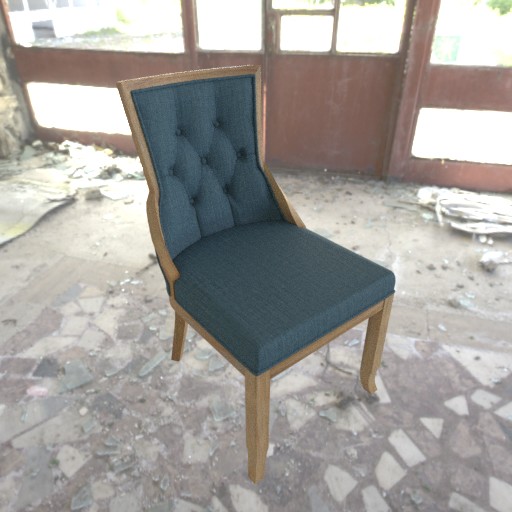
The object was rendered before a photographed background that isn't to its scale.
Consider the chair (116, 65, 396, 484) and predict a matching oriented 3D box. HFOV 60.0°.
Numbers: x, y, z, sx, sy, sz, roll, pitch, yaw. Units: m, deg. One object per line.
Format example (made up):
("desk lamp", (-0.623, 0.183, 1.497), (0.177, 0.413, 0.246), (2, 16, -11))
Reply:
("chair", (0.000, 0.000, 1.305), (0.524, 0.947, 0.641), (-23, 38, -32))
